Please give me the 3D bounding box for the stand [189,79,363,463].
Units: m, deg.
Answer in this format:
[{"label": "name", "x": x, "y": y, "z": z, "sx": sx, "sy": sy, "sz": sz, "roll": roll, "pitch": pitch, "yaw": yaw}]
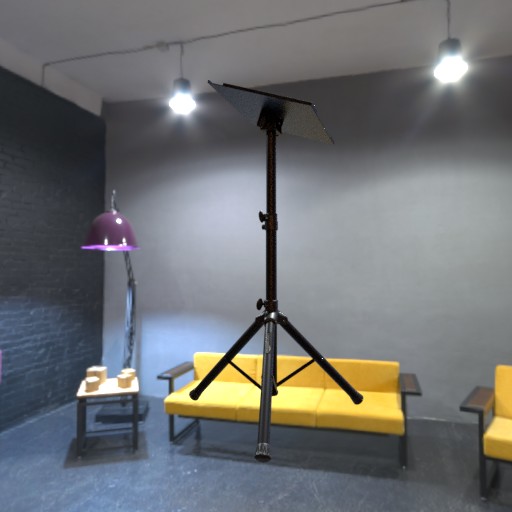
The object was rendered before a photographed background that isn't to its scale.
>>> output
[{"label": "stand", "x": 0.000, "y": 0.000, "z": 1.626, "sx": 0.702, "sy": 1.198, "sz": 0.702, "roll": -1, "pitch": -2, "yaw": 19}]
